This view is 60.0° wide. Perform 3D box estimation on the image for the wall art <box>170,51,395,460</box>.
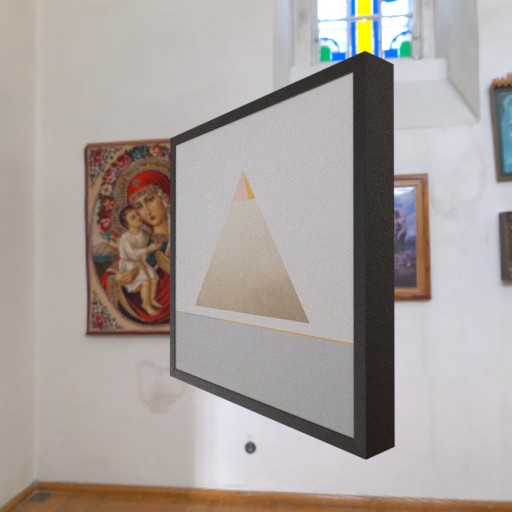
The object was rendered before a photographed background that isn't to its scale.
[{"bbox_3d":[0.000,0.000,0.458,0.037,0.303,0.304,0,-1,-39],"label":"wall art"}]
